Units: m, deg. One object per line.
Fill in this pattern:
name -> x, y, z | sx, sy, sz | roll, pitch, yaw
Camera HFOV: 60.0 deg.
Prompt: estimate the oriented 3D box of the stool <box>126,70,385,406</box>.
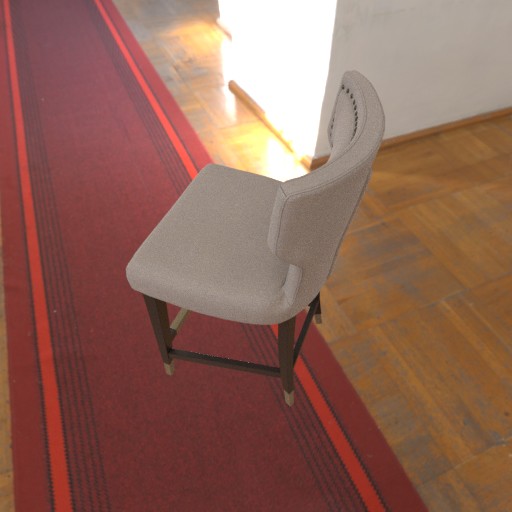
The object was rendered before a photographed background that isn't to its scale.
stool -> 0.000, 0.000, 1.337 | 0.563, 0.982, 0.527 | 16, 50, 14
